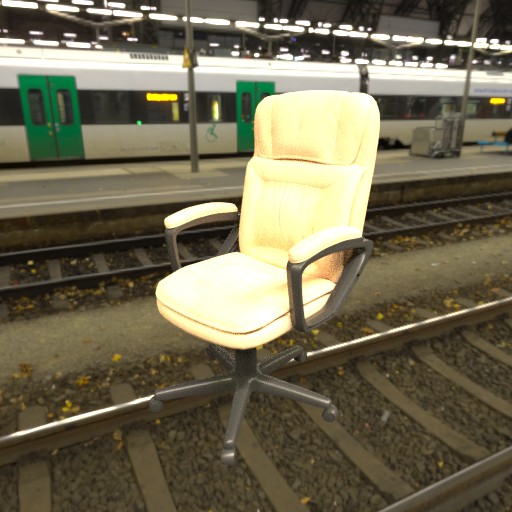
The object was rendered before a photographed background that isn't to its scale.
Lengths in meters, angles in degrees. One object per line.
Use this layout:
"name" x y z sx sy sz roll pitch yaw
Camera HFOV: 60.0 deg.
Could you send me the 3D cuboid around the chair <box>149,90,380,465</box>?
"chair" 0.000 0.000 1.554 0.667 1.105 0.724 16 24 40
